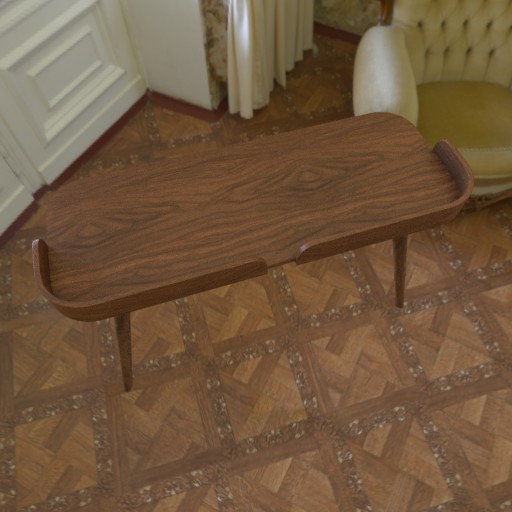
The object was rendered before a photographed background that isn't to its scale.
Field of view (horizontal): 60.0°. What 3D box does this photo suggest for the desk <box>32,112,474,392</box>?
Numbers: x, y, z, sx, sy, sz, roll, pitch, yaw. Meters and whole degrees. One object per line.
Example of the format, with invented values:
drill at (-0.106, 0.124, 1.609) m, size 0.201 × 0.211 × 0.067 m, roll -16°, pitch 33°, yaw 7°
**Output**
desk at (0.000, 0.000, 1.625) m, size 1.256 × 0.800 × 0.486 m, roll -15°, pitch 60°, yaw -9°
